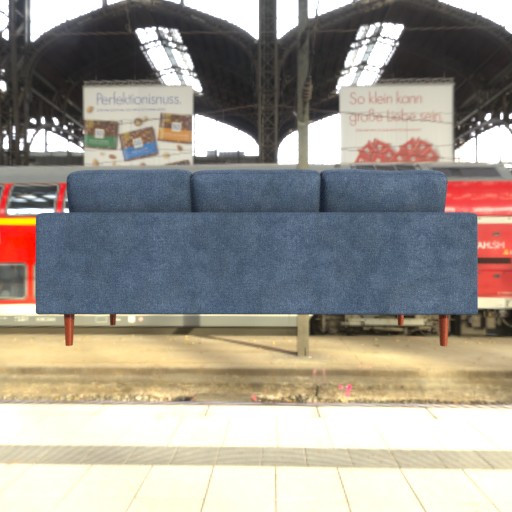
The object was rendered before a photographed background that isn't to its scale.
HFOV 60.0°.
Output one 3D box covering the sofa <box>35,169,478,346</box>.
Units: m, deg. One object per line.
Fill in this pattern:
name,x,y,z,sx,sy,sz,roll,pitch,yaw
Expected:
sofa,0.000,0.000,2.658,2.246,0.930,0.903,0,0,0
